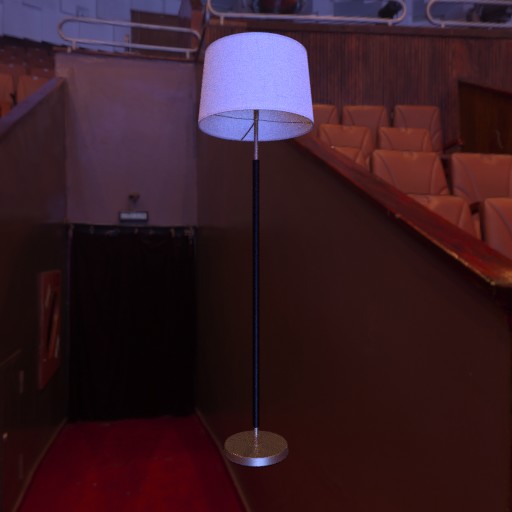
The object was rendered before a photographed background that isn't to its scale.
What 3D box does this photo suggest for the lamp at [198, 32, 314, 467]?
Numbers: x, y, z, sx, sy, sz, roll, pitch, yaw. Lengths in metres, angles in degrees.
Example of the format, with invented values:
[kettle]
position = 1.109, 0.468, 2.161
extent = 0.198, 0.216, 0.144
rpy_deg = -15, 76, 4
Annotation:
[lamp]
position = 0.000, 0.000, 1.624
extent = 0.420, 1.447, 0.420
rpy_deg = 0, 1, 0
